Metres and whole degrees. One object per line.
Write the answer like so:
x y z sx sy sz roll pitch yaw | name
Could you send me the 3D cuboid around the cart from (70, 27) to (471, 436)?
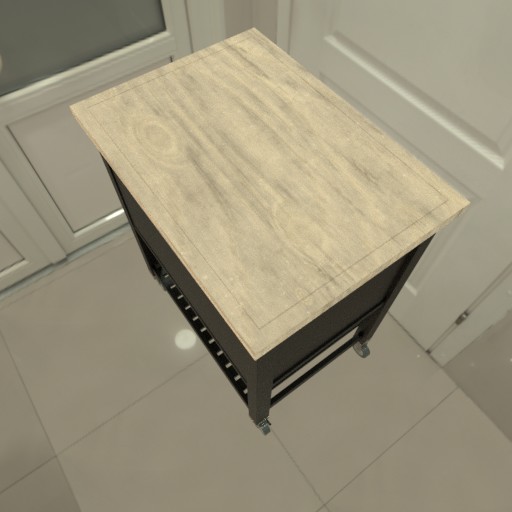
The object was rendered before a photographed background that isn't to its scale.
0.000 0.000 1.412 0.567 0.920 0.797 -32 64 -18 | cart
